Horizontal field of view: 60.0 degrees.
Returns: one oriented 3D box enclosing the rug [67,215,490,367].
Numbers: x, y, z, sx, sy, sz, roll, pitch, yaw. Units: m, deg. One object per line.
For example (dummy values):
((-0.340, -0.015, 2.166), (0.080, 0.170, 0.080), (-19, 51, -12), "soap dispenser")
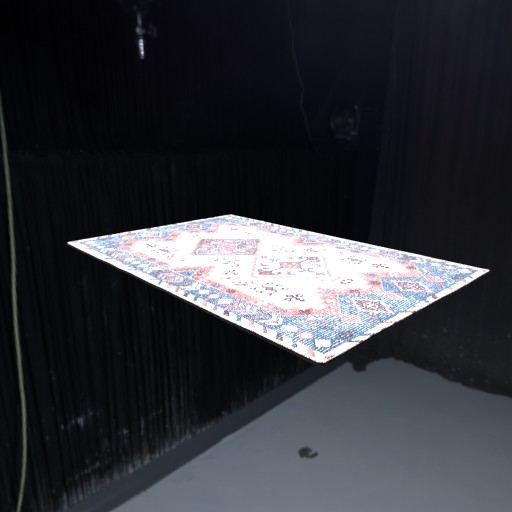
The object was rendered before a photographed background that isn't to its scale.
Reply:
((0.000, 0.000, 2.261), (1.225, 0.015, 1.840), (-15, 22, -41), "rug")
